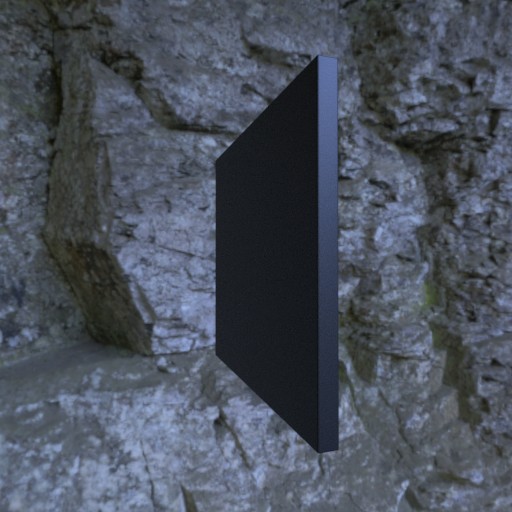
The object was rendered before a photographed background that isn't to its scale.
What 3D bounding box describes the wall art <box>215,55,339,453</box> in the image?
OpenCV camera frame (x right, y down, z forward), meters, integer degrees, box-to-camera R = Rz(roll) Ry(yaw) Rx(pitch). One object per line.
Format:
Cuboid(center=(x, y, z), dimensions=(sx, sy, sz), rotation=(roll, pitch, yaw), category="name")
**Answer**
Cuboid(center=(0.000, 0.000, 0.775), dimensions=(0.031, 0.457, 0.558), rotation=(0, -1, -17), category="wall art")
